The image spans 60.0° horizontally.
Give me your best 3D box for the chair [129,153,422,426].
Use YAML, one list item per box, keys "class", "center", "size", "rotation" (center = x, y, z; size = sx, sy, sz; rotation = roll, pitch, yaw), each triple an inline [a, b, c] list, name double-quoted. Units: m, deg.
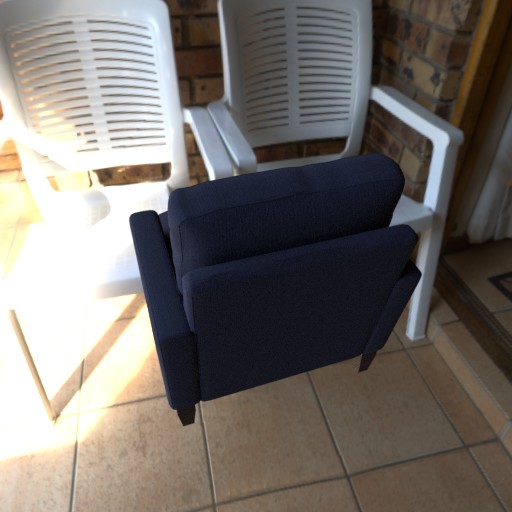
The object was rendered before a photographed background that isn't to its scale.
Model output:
- class: "chair"
  center: [0.000, 0.000, 1.674]
  size: [0.855, 0.991, 0.897]
  rotation: [-12, 41, -15]
